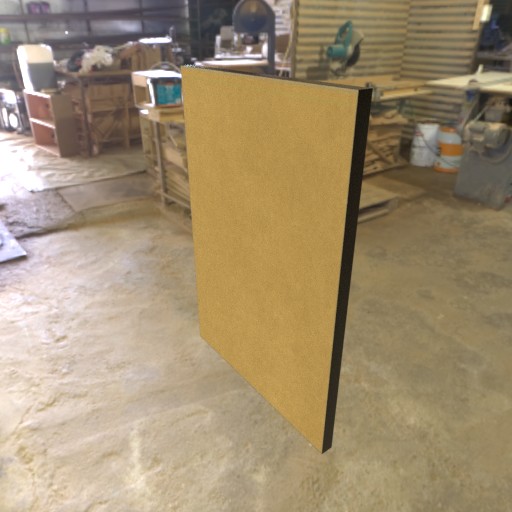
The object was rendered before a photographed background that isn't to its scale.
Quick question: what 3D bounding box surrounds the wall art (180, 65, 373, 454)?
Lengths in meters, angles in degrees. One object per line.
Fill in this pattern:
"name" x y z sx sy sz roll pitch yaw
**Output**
"wall art" 0.000 0.000 0.597 0.019 0.455 0.314 -19 33 -32
